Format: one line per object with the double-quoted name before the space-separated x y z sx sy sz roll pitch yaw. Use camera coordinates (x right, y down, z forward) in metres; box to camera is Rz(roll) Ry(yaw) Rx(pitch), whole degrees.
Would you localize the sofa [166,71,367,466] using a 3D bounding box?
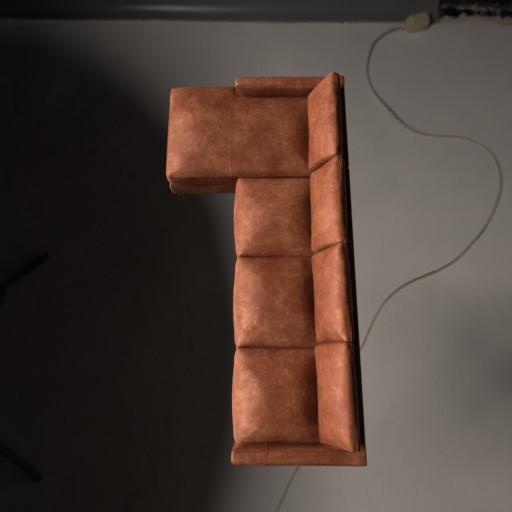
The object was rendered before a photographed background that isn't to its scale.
"sofa" 0.000 0.000 3.502 1.471 0.859 2.993 0 75 0
